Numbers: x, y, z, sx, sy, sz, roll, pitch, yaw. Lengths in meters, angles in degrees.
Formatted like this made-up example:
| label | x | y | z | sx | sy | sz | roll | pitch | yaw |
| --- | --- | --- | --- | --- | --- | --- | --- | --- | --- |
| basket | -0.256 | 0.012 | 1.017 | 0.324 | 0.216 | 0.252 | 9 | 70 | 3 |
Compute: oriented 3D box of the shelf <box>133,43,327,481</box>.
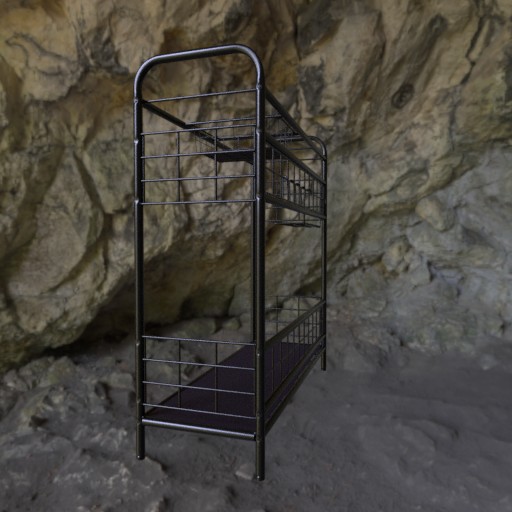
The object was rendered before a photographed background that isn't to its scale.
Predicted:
| label | x | y | z | sx | sy | sz | roll | pitch | yaw |
| --- | --- | --- | --- | --- | --- | --- | --- | --- | --- |
| shelf | 0.000 | 0.000 | 1.529 | 0.350 | 1.026 | 0.961 | 1 | 2 | 18 |
